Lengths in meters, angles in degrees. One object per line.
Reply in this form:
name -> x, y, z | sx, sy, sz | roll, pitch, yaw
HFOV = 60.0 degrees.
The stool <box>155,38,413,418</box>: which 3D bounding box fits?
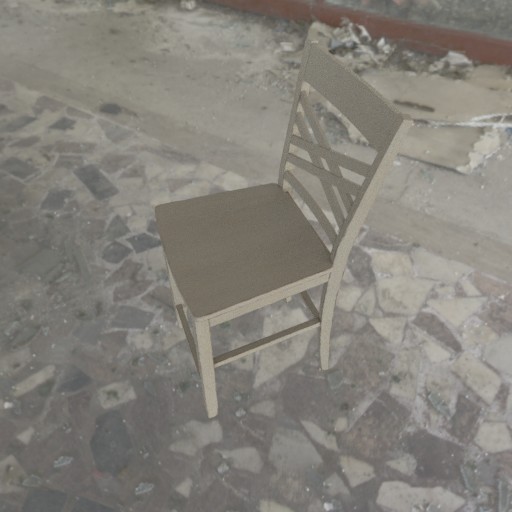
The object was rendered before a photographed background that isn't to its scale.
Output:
stool -> 0.000, 0.000, 1.378 | 0.539, 1.079, 0.462 | -16, 49, -14
